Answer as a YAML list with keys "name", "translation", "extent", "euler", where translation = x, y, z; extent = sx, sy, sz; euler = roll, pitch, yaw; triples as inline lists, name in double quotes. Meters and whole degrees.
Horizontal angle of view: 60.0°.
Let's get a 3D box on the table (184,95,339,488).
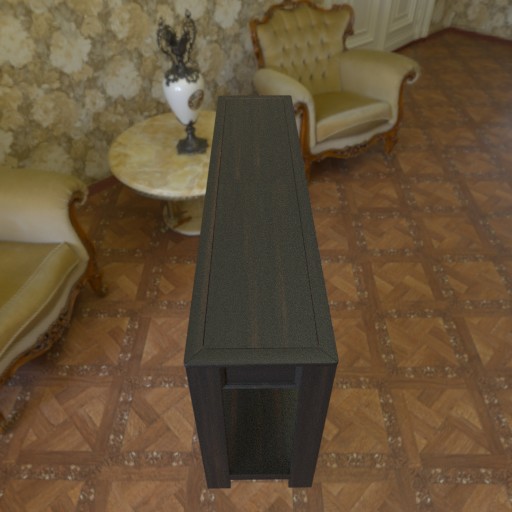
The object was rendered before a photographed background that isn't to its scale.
- name: "table"
  translation: [0.000, 0.000, 1.930]
  extent: [0.384, 0.762, 1.631]
  euler: [0, 42, 0]
